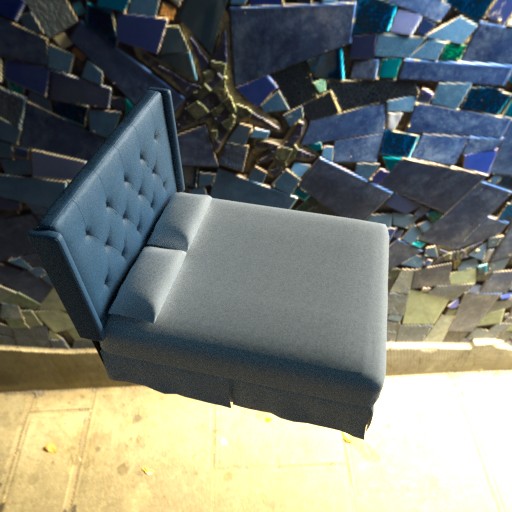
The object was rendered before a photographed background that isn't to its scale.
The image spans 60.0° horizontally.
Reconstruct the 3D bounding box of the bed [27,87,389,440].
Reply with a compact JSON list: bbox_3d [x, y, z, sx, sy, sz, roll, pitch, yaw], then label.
[{"bbox_3d":[0.000,0.000,3.316,2.078,1.665,1.719,9,47,9],"label":"bed"}]
